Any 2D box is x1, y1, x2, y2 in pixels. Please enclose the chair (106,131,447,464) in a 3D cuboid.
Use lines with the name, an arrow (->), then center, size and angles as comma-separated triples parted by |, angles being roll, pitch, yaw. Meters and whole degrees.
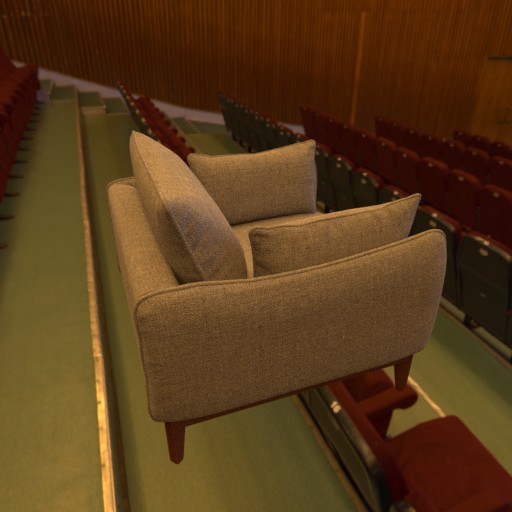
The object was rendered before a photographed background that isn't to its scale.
chair -> 0.000, 0.000, 1.662 | 0.976, 0.839, 0.993 | -10, 31, -18
